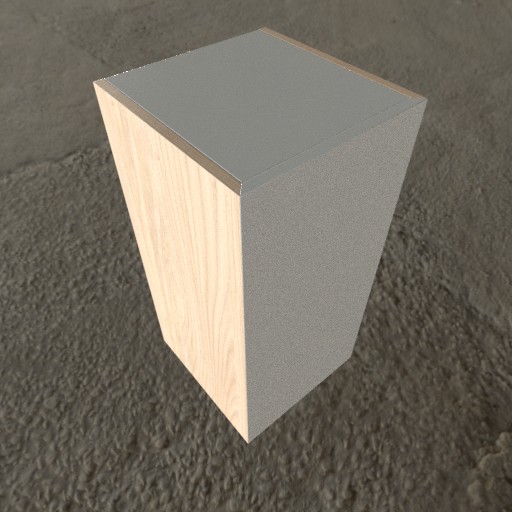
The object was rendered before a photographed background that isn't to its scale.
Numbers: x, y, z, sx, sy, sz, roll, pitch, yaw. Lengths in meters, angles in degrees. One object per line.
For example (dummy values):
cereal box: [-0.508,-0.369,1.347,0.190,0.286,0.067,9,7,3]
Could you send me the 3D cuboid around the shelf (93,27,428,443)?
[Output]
shelf: [0.000,0.000,0.759,0.290,0.594,0.297,-31,54,-26]
